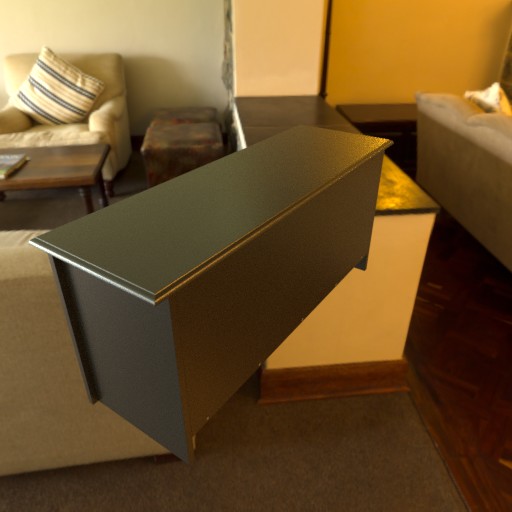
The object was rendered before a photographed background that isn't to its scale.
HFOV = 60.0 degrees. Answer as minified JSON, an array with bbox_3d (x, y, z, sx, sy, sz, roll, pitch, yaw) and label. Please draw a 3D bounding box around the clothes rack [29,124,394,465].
[{"bbox_3d":[0.000,0.000,1.470,0.406,0.556,1.219,20,36,29],"label":"clothes rack"}]
